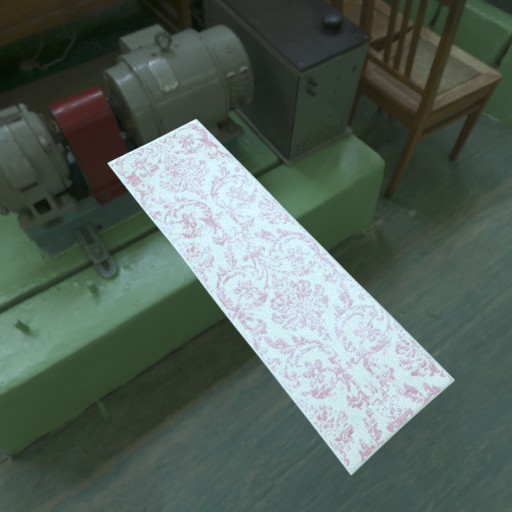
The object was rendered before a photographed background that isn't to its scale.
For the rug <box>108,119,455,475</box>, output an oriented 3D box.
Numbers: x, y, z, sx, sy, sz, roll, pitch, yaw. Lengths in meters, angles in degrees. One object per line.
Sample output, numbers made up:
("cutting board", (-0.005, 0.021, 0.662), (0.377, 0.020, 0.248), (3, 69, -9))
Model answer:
("rug", (0.000, 0.000, 2.410), (0.662, 0.011, 2.196), (-33, 64, -18))
